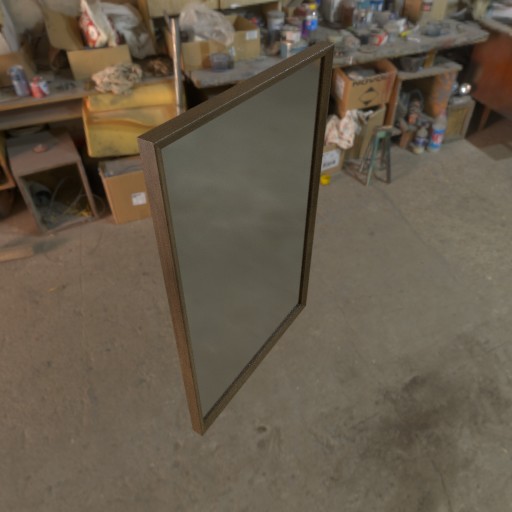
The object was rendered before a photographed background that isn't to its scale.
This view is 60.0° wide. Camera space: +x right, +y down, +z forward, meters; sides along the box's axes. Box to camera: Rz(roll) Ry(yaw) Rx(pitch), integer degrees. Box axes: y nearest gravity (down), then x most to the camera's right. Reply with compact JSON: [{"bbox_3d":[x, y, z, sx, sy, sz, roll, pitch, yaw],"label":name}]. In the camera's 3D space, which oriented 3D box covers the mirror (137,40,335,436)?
[{"bbox_3d":[0.000,0.000,1.166,0.041,0.915,0.609,24,47,25],"label":"mirror"}]
